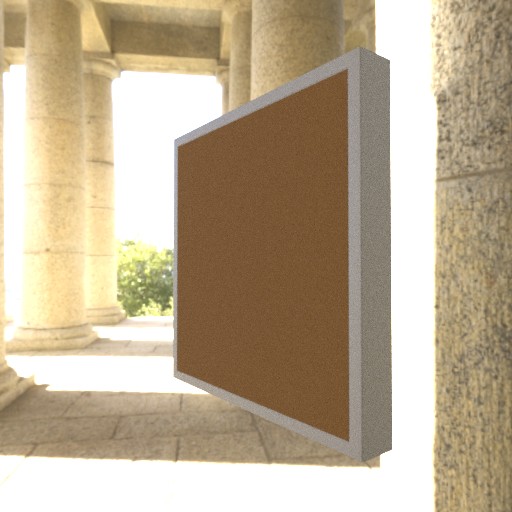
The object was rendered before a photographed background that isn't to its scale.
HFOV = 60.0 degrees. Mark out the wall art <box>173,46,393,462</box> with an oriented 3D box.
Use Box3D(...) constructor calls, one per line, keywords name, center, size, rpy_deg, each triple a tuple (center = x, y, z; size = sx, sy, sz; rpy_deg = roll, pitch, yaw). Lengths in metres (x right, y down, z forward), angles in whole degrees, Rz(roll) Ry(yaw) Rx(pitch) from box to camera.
Box3D(name="wall art", center=(0.000, 0.000, 0.457), size=(0.037, 0.305, 0.305), rpy_deg=(1, -1, -37))
